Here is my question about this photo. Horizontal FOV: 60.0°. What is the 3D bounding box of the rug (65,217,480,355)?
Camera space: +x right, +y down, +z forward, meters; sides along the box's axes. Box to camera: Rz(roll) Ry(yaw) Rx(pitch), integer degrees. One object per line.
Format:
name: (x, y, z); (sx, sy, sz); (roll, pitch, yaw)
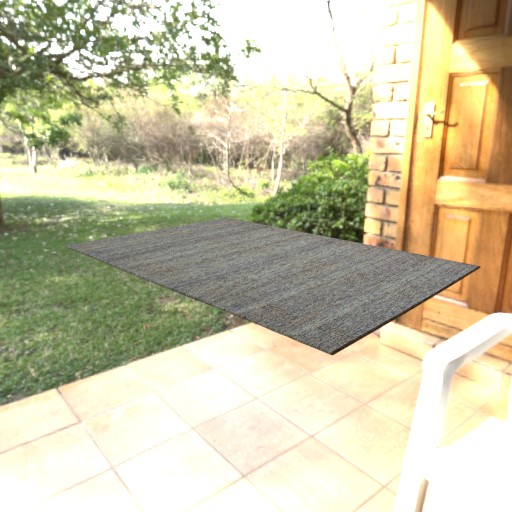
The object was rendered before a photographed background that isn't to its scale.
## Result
rug: (0.000, 0.000, 2.335); (1.846, 0.014, 1.243); (15, 21, 42)
